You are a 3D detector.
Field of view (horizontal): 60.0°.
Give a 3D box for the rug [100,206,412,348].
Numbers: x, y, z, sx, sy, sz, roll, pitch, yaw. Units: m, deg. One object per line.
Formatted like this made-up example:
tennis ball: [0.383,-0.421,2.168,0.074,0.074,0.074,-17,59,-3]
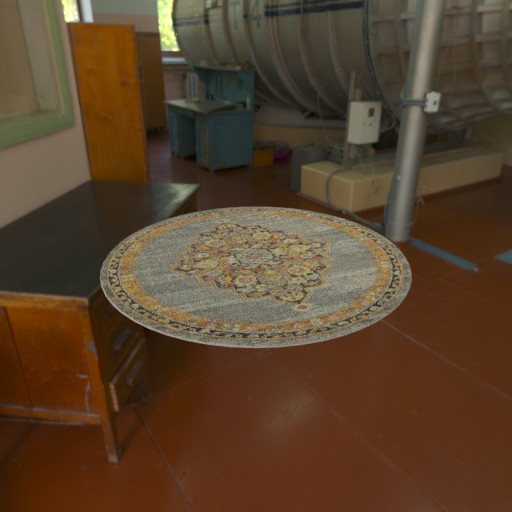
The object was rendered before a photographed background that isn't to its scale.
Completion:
rug: [0.000,0.000,2.385,1.598,0.010,1.598,0,25,0]
